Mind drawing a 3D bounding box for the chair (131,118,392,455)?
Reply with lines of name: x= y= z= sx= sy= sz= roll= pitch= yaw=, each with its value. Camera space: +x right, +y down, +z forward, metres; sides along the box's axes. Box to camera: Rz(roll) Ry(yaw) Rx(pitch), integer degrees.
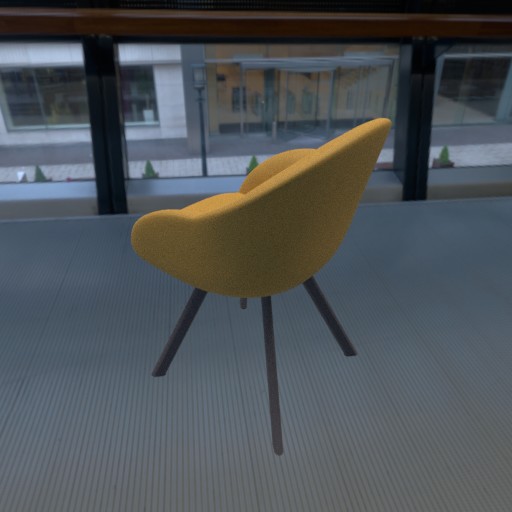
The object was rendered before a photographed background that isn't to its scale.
chair: x=0.000 y=0.000 z=1.209 sx=0.583 sy=0.793 sz=0.551 roll=20 pitch=36 yaw=30
